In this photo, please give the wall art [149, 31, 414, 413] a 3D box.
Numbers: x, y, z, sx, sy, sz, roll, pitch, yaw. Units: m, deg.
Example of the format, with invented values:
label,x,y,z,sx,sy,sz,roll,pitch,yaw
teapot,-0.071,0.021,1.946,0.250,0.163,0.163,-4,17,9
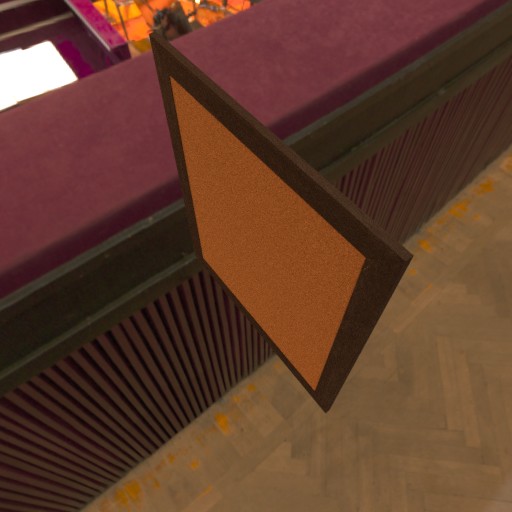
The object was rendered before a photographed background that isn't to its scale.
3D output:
label,x,y,z,sx,sy,sz,roll,pitch,yaw
wall art,0.000,0.000,0.757,0.013,0.570,0.476,-33,63,-19
